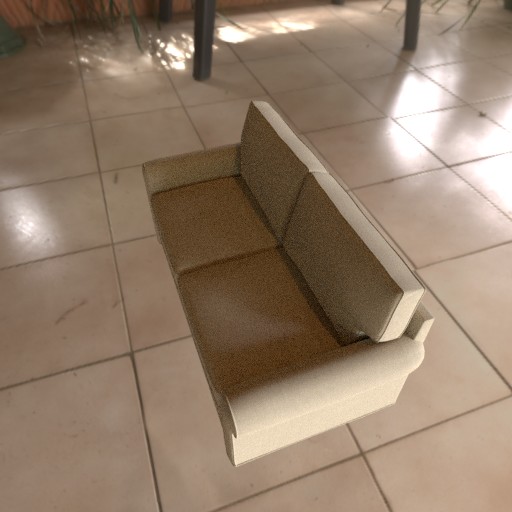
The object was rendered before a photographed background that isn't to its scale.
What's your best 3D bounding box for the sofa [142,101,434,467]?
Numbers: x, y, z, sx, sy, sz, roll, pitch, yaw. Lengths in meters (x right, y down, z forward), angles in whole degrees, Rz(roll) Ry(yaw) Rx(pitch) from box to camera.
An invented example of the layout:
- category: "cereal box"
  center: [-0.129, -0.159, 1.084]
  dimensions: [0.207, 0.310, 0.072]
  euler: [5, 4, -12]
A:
- category: "sofa"
  center: [0.000, 0.000, 2.310]
  dimensions: [0.861, 0.933, 1.774]
  euler: [-15, 47, -14]
